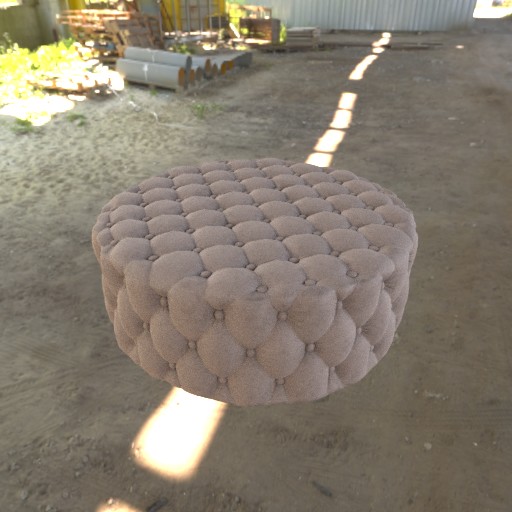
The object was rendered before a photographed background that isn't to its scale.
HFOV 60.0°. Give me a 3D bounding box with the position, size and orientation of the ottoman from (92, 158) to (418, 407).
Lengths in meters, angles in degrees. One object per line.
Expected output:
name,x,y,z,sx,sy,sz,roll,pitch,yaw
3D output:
ottoman,0.000,0.000,1.480,0.998,0.399,0.998,0,30,0
